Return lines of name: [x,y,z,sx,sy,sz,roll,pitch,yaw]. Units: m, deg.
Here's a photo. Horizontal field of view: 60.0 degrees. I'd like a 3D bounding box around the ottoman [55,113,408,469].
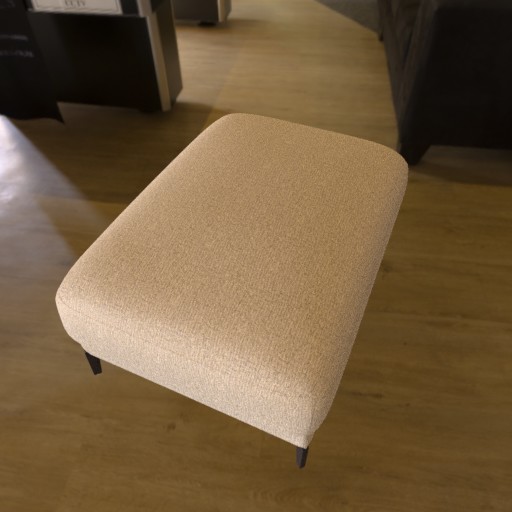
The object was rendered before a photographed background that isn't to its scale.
ottoman: [0.000,0.000,1.078,0.568,0.420,0.772,18,49,16]
